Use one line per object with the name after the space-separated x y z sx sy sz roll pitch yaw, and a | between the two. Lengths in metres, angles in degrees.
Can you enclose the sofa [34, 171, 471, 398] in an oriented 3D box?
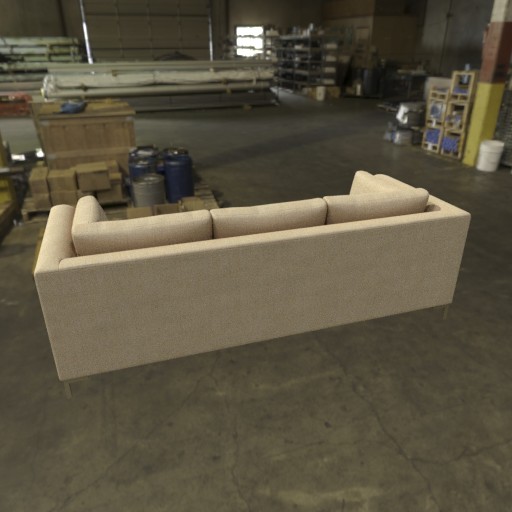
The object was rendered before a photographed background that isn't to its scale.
0.000 0.000 2.867 2.415 0.867 0.969 -8 27 -16 | sofa
